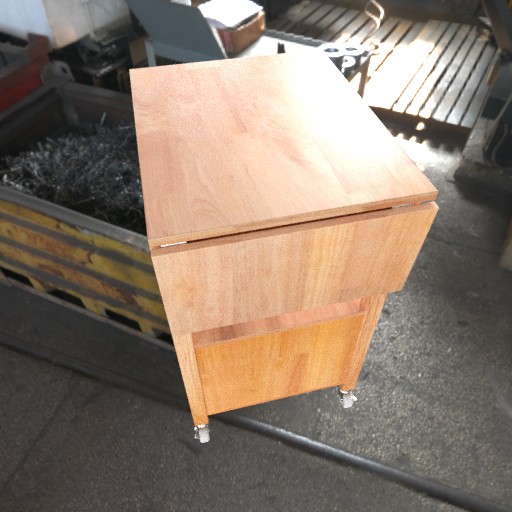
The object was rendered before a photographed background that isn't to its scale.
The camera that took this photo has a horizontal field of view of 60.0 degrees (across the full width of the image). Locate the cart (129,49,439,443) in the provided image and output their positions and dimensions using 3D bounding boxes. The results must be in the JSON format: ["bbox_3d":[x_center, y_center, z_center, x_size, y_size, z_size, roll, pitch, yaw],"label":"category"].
[{"bbox_3d":[0.000,0.000,1.234,0.508,0.838,0.640,-10,48,-9],"label":"cart"}]
